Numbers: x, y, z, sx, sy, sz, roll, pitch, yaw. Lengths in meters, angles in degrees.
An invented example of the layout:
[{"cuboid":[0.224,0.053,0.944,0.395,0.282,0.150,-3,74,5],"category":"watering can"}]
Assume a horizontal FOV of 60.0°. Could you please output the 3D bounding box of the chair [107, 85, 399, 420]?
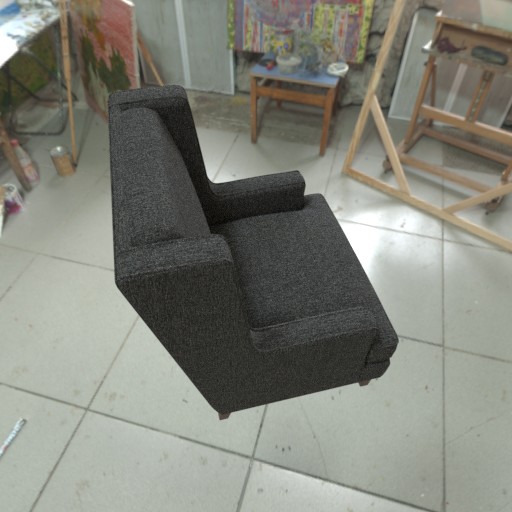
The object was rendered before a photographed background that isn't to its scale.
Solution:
[{"cuboid":[0.000,0.000,1.824,0.927,1.082,0.942,-10,49,-9],"category":"chair"}]
